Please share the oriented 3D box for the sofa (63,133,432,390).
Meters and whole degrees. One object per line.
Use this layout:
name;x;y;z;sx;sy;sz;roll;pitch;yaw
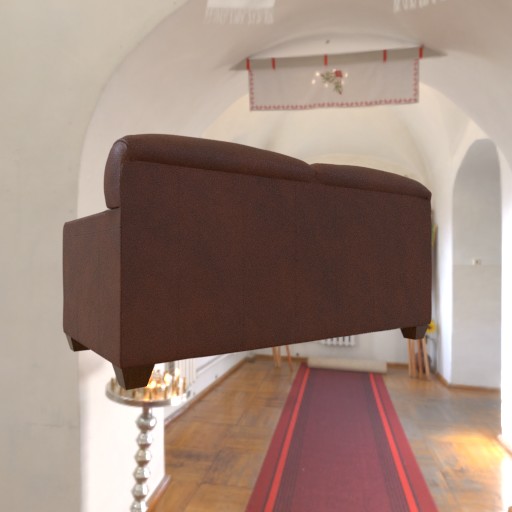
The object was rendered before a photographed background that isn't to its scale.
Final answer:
sofa;0.000;0.000;2.454;1.856;0.966;1.000;0;0;-35
